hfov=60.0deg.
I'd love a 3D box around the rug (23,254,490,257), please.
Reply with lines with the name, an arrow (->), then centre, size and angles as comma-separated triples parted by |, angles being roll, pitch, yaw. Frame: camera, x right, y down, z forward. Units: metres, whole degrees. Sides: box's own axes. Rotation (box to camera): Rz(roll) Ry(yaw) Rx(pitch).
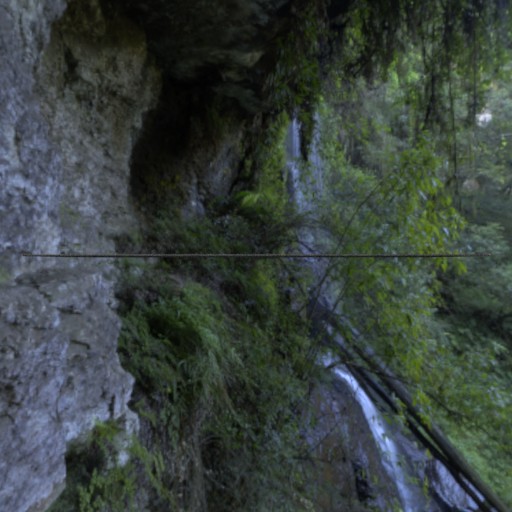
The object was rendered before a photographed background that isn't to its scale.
rug -> 0.000, 0.000, 2.686 | 2.436, 0.013, 0.807 | 0, -1, 1
